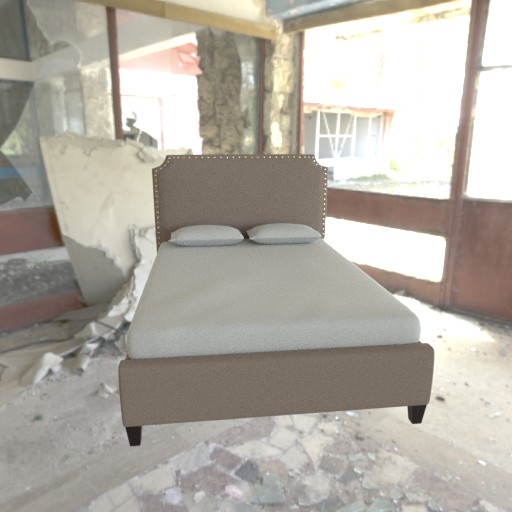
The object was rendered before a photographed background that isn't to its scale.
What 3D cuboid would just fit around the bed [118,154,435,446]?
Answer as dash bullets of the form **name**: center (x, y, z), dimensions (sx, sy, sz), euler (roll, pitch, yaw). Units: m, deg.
- **bed**: center (0.000, 0.000, 3.366), dimensions (1.713, 1.443, 2.372), euler (-2, 15, -7)
